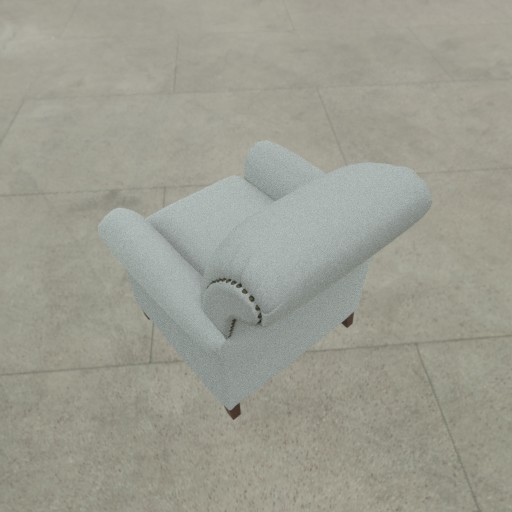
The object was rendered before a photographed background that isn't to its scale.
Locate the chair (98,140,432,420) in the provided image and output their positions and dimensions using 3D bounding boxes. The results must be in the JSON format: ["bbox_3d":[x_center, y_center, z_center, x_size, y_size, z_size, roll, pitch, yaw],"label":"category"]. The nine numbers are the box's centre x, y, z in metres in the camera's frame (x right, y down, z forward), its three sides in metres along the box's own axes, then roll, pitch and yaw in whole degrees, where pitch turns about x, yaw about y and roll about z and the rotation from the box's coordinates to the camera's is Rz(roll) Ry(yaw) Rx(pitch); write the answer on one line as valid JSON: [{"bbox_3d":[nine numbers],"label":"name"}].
[{"bbox_3d":[0.000,0.000,1.662,0.854,0.927,0.890,-32,54,-26],"label":"chair"}]
